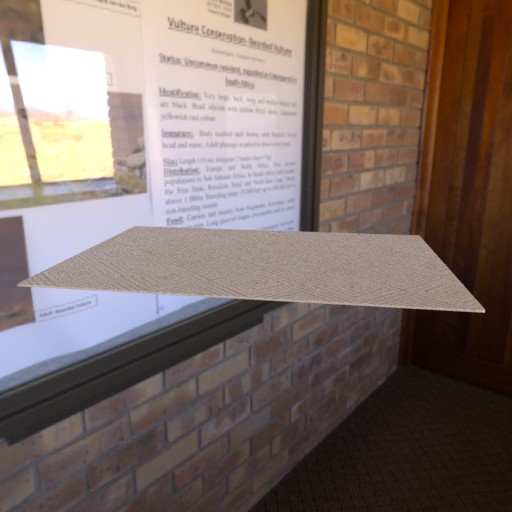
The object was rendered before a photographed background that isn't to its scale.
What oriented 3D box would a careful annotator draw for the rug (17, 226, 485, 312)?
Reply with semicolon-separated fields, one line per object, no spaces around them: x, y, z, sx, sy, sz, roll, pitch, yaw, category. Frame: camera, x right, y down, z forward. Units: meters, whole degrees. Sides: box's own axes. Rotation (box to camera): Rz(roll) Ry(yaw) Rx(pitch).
0.000;0.000;2.176;1.753;0.008;1.143;2;16;8;rug
